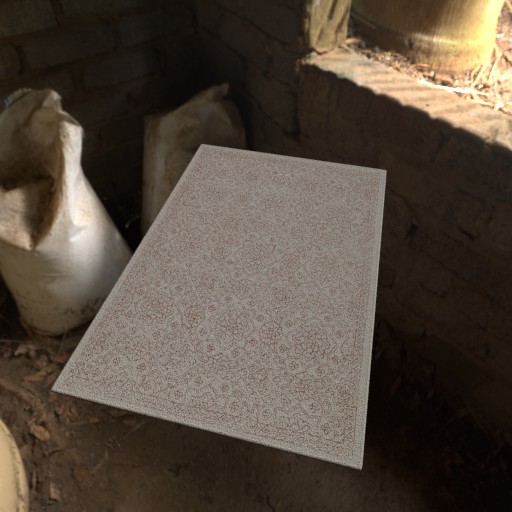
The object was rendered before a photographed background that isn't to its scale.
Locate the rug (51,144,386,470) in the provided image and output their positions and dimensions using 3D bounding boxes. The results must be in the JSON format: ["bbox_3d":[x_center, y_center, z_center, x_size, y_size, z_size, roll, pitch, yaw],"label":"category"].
[{"bbox_3d":[0.000,0.000,2.258,1.219,0.010,1.829,10,47,10],"label":"rug"}]
